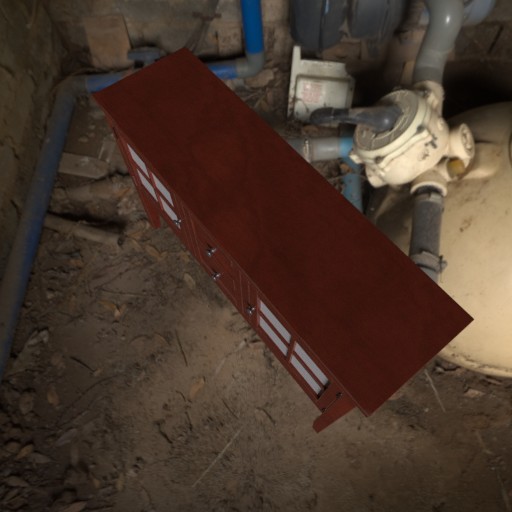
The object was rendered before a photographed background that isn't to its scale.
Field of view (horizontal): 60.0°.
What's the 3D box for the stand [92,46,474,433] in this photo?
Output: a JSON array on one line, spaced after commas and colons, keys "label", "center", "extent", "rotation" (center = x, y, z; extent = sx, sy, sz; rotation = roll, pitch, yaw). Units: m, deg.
[{"label": "stand", "center": [0.000, 0.000, 1.754], "extent": [0.410, 0.872, 1.362], "rotation": [-36, 69, -16]}]
